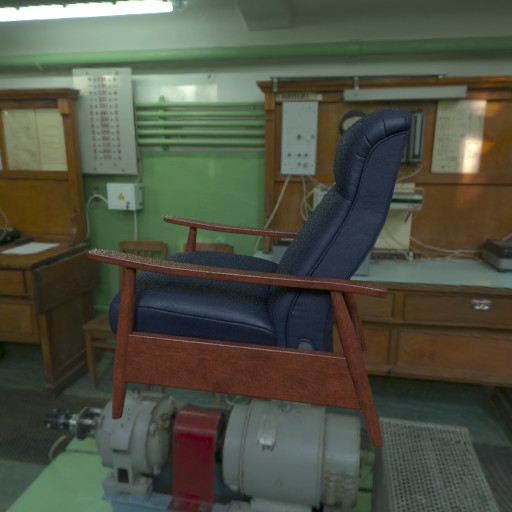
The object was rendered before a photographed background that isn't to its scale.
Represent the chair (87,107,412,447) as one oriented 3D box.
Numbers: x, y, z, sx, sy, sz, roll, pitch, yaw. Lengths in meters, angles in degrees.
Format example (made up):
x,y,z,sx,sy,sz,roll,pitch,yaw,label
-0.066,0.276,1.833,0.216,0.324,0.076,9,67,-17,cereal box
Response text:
x,y,z,sx,sy,sz,roll,pitch,yaw,label
0.000,0.000,1.761,1.014,1.082,0.762,2,15,9,chair
